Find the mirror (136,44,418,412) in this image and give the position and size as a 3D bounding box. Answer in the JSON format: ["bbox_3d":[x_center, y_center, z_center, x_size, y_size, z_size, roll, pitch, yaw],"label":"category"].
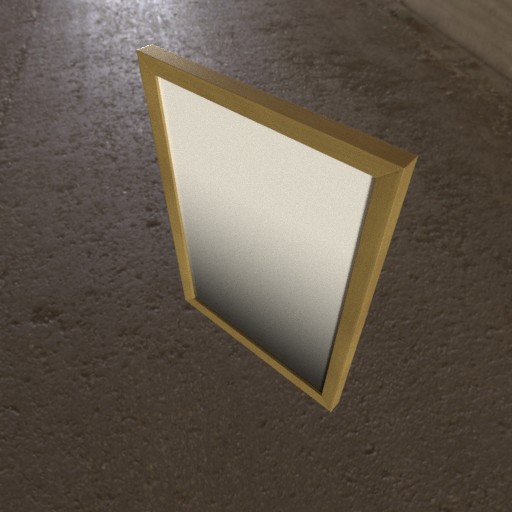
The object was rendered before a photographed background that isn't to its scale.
[{"bbox_3d":[0.000,0.000,0.917,0.507,0.710,0.040,33,56,26],"label":"mirror"}]
